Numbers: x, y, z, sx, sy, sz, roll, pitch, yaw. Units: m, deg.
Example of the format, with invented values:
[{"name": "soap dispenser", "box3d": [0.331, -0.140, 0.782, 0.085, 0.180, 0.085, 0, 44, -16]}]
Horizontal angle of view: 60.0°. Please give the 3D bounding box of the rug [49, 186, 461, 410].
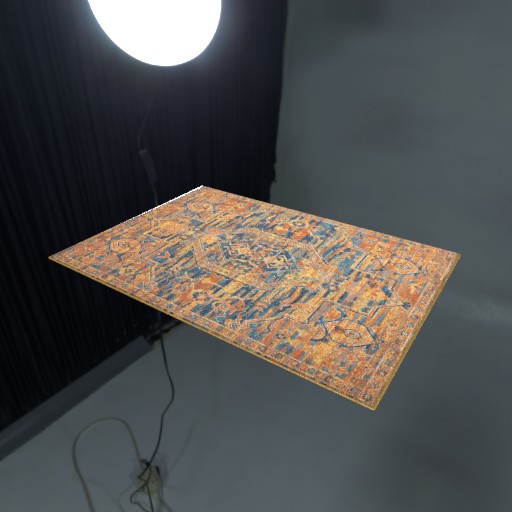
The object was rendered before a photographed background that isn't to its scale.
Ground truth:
[{"name": "rug", "box3d": [0.000, 0.000, 3.818, 2.916, 0.019, 2.043, 19, 35, 29]}]
